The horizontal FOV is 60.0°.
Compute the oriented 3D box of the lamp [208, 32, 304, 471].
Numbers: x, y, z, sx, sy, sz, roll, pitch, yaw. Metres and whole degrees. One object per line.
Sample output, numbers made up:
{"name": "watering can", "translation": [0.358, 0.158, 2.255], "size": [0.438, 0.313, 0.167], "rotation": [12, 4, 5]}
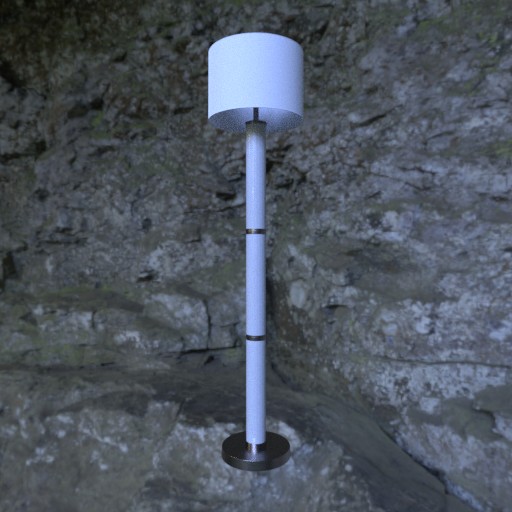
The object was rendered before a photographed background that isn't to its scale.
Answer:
{"name": "lamp", "translation": [0.000, 0.000, 1.772], "size": [0.377, 1.599, 0.377], "rotation": [-1, 2, -37]}
